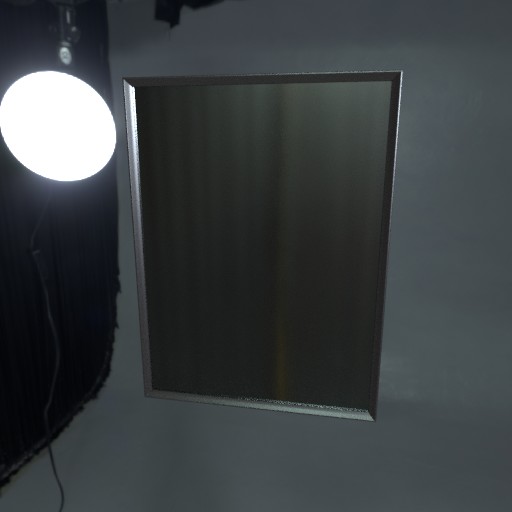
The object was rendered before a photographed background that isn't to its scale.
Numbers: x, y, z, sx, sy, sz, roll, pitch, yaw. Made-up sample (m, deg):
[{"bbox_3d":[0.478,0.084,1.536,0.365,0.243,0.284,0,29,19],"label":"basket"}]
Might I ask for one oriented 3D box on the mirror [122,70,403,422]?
[{"bbox_3d":[0.000,0.000,1.331,0.762,1.016,0.041,3,15,10],"label":"mirror"}]
